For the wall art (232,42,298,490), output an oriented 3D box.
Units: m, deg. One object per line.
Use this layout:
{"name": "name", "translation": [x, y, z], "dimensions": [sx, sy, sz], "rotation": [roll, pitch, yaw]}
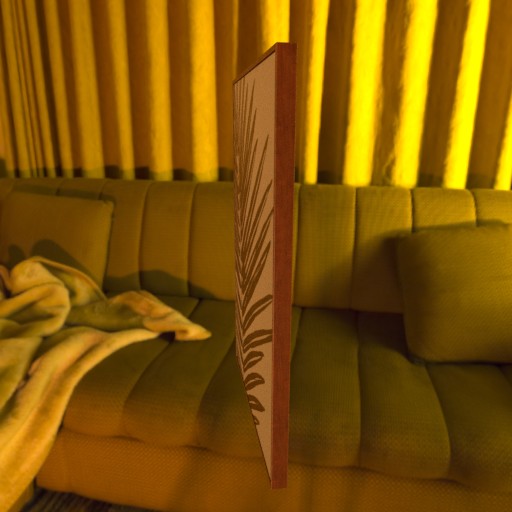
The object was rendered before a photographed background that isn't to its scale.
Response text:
{"name": "wall art", "translation": [0.000, 0.000, 1.157], "dimensions": [0.037, 0.914, 0.610], "rotation": [-3, 16, -9]}
